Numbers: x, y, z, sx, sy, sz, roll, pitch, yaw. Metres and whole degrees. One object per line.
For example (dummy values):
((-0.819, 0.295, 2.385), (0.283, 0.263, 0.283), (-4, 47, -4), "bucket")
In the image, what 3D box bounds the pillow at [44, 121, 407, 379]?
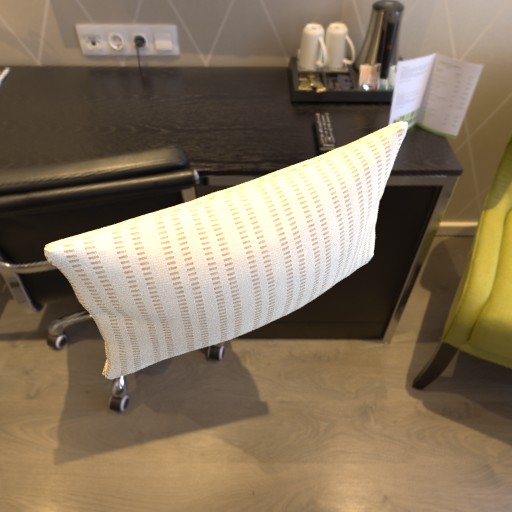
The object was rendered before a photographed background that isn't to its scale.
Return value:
((0.000, 0.000, 0.804), (0.640, 0.353, 0.210), (-23, 51, -20), "pillow")
